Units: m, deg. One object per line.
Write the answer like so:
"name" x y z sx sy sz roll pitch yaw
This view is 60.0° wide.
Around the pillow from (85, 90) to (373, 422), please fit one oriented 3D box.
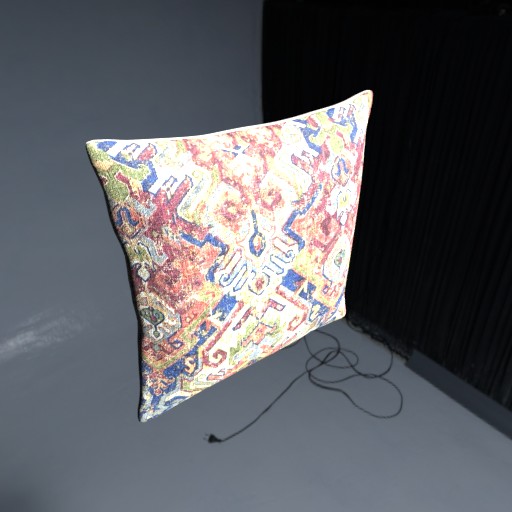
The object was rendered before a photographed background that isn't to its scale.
"pillow" 0.000 0.000 0.794 0.523 0.506 0.166 -21 37 -30
